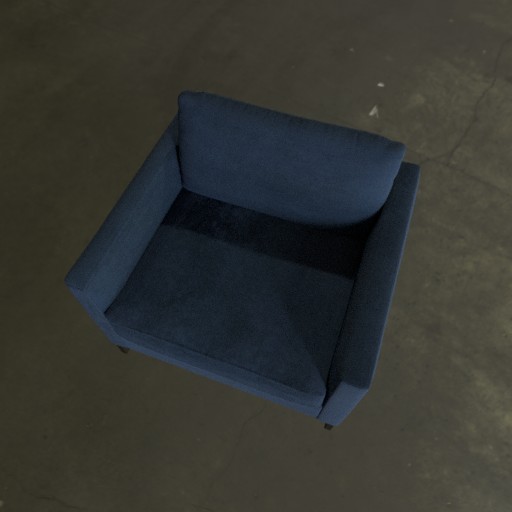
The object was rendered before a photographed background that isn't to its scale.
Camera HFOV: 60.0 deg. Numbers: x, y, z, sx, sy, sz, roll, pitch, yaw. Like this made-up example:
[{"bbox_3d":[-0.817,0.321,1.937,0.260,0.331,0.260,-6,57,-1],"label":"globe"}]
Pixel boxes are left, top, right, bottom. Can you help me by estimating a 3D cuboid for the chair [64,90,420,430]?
[{"bbox_3d":[0.000,0.000,1.620,0.964,0.812,0.875,17,60,10],"label":"chair"}]
